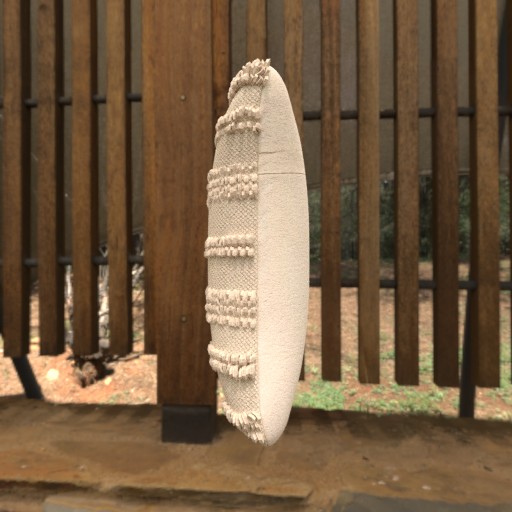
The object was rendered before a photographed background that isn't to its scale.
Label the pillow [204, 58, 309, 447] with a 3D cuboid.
[{"bbox_3d":[0.000,0.000,0.676,0.145,0.427,0.437,0,-1,0],"label":"pillow"}]
